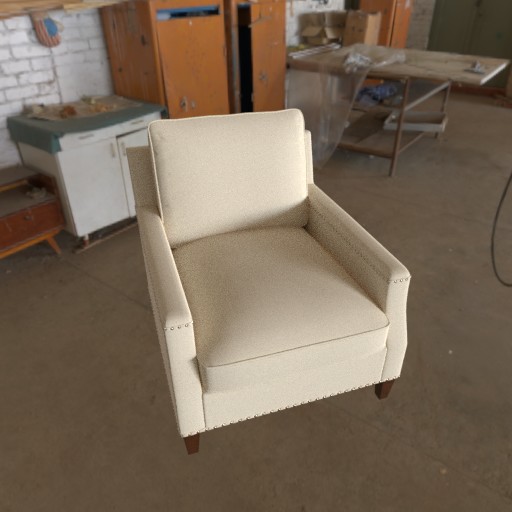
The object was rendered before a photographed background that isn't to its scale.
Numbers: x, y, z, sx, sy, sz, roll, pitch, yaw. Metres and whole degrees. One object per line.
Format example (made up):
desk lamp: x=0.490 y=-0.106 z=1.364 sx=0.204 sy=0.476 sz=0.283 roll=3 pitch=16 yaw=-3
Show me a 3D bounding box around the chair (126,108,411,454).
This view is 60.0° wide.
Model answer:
chair: x=0.000 y=0.000 z=1.775 sx=0.853 sy=0.943 sz=1.014 roll=-10 pitch=34 yaw=-15
